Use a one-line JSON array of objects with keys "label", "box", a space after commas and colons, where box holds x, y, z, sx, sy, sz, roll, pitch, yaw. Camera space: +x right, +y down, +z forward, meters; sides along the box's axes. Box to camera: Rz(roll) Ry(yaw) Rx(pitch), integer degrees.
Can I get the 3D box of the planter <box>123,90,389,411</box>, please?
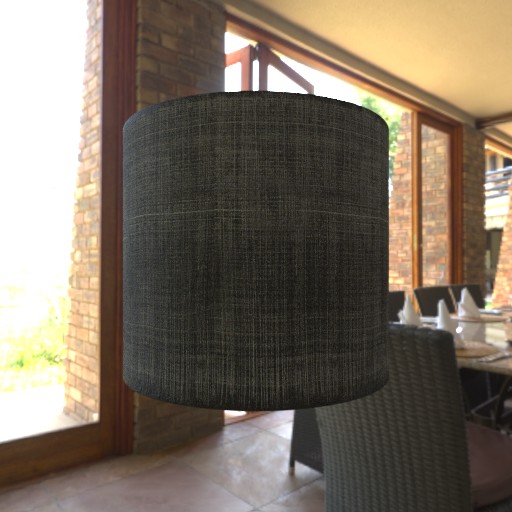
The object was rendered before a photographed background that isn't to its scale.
[{"label": "planter", "box": [0.000, 0.000, 0.382, 0.221, 0.201, 0.221, 0, -1, 0]}]
